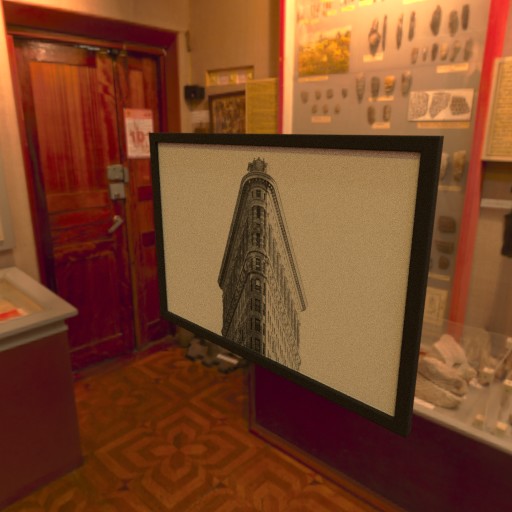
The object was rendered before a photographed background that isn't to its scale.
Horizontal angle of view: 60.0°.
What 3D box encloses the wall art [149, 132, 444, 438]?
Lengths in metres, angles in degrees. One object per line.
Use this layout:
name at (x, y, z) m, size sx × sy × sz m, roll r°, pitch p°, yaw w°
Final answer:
wall art at (0.000, 0.000, 1.234) m, size 0.958 × 0.656 × 0.026 m, roll 15°, pitch 22°, yaw 42°
